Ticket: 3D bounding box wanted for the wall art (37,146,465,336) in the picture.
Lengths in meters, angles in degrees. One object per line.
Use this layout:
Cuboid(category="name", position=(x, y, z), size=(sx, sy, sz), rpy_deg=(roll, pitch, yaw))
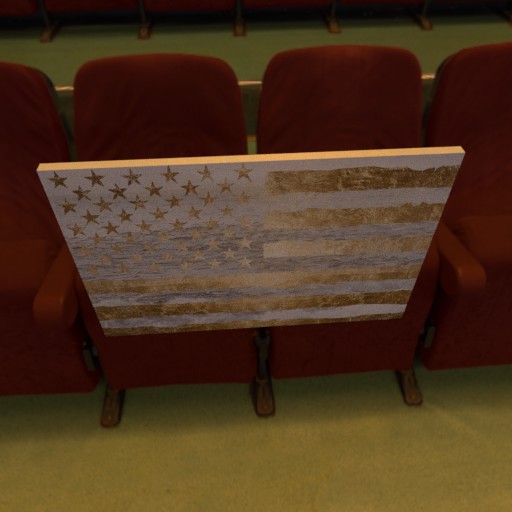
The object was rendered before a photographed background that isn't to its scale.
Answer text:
Cuboid(category="wall art", position=(0.000, 0.000, 1.187), size=(0.932, 0.610, 0.027), rpy_deg=(-3, 45, -3))
